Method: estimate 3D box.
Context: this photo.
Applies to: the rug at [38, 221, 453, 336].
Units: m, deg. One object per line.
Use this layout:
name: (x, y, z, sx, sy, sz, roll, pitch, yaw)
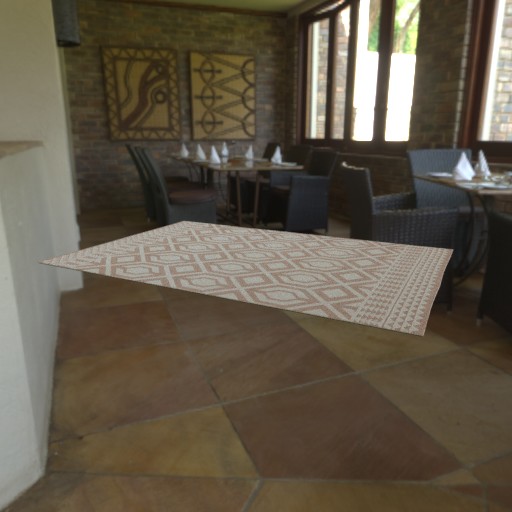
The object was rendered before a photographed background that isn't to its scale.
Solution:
rug: (0.000, 0.000, 2.338, 1.829, 0.008, 1.219, 8, 17, 26)
